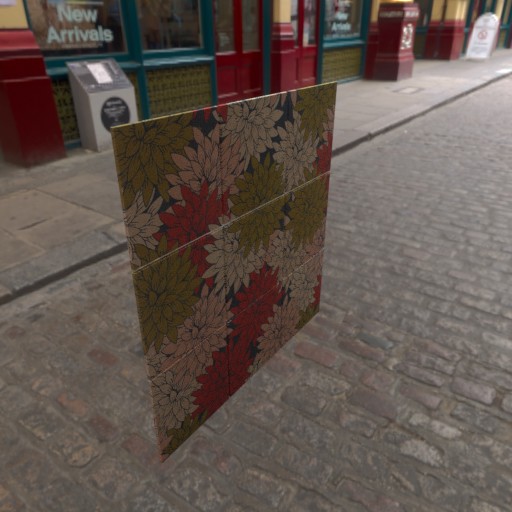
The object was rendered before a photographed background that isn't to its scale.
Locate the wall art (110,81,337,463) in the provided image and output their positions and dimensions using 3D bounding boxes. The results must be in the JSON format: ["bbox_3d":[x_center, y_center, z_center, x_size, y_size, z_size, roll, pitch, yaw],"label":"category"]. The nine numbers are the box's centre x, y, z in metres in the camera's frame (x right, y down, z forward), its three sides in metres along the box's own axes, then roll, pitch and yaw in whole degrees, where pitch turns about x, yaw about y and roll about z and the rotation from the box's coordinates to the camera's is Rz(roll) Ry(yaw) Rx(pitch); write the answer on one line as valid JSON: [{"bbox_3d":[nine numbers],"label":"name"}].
[{"bbox_3d":[0.000,0.000,1.796,0.013,1.218,1.206,18,33,31],"label":"wall art"}]
